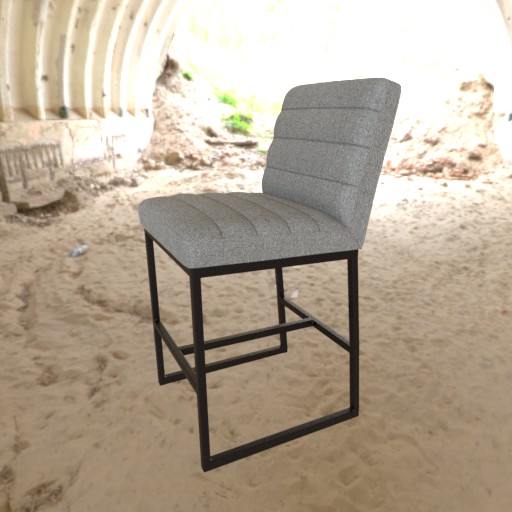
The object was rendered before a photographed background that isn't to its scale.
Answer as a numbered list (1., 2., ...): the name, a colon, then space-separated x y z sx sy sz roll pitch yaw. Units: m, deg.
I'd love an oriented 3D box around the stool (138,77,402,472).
1. stool: 0.000 0.000 1.259 0.560 0.940 0.460 -9 20 -25
